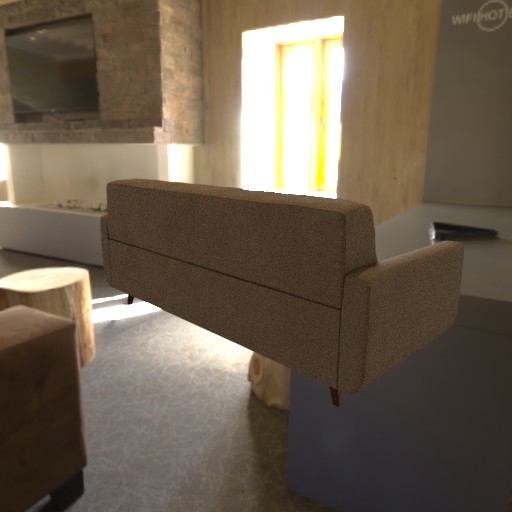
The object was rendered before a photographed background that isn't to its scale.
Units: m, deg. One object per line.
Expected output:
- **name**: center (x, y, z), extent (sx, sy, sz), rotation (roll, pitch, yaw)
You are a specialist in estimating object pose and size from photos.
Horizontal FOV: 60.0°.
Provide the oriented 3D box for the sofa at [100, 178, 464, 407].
- **sofa**: center (0.000, 0.000, 2.566), extent (0.909, 0.841, 2.029), rotation (-14, 19, -43)
